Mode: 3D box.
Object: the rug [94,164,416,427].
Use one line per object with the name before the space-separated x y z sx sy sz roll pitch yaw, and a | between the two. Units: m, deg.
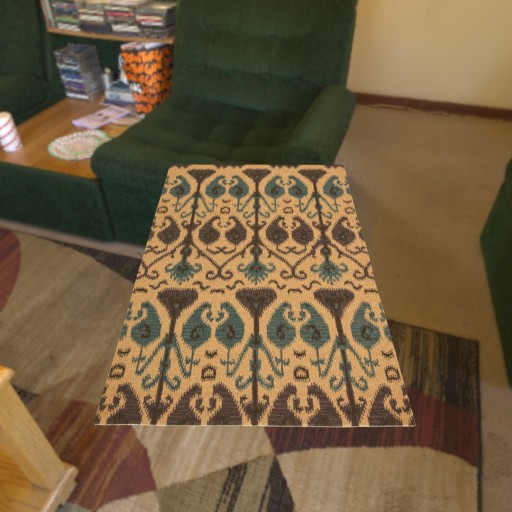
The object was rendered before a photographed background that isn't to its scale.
rug | 0.000 0.000 2.101 1.072 0.013 1.698 0 42 0
